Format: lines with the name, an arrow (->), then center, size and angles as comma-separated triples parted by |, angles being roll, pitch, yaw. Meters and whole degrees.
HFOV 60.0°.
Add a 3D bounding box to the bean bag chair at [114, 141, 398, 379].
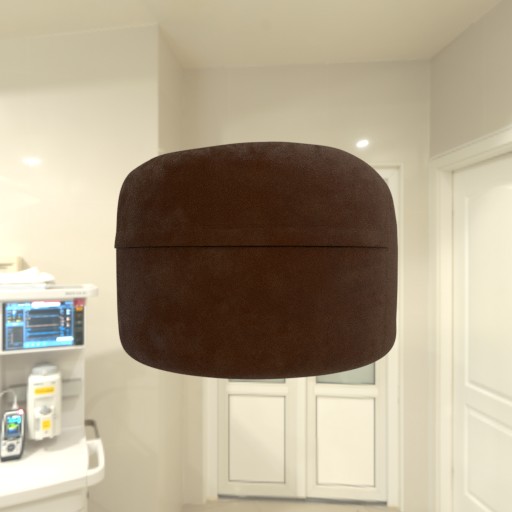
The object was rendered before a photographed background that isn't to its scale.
bean bag chair -> 0.000, 0.000, 1.500 | 0.918, 0.616, 0.918 | 0, 0, 0
